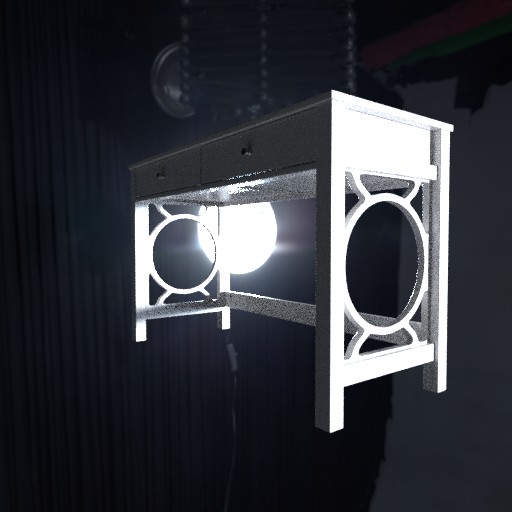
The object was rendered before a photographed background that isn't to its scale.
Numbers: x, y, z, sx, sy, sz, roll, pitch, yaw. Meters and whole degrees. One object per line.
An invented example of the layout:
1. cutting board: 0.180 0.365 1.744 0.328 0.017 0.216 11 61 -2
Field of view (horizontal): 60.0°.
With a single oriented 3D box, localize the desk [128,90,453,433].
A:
1. desk: 0.000 0.000 1.591 0.504 0.762 1.191 -1 2 -37
